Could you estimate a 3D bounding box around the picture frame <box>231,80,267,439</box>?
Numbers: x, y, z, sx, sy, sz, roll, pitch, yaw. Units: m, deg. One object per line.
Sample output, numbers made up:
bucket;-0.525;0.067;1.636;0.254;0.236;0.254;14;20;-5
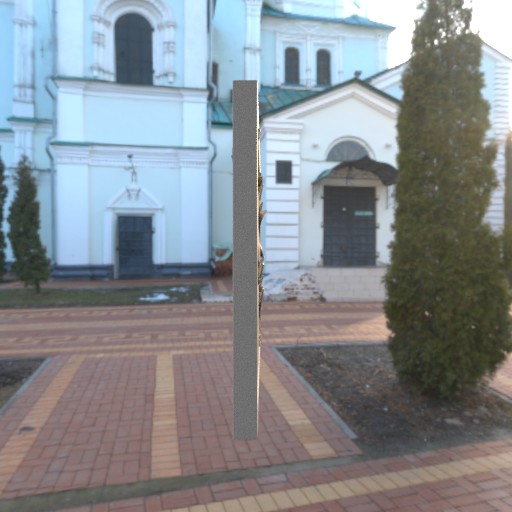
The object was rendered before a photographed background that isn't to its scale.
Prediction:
picture frame;0.000;0.000;0.788;0.044;0.379;0.647;0;1;1
